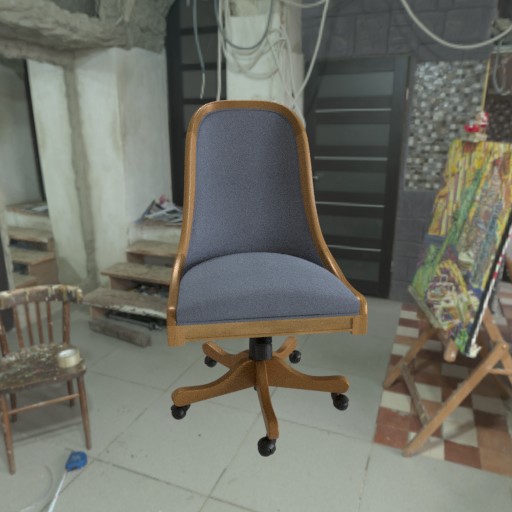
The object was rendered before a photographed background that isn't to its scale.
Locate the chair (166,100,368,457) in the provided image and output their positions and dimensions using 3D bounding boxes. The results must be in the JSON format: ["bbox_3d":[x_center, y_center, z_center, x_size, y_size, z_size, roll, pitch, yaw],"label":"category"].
[{"bbox_3d":[0.000,0.000,1.494,0.605,1.031,0.735,-2,17,-7],"label":"chair"}]
